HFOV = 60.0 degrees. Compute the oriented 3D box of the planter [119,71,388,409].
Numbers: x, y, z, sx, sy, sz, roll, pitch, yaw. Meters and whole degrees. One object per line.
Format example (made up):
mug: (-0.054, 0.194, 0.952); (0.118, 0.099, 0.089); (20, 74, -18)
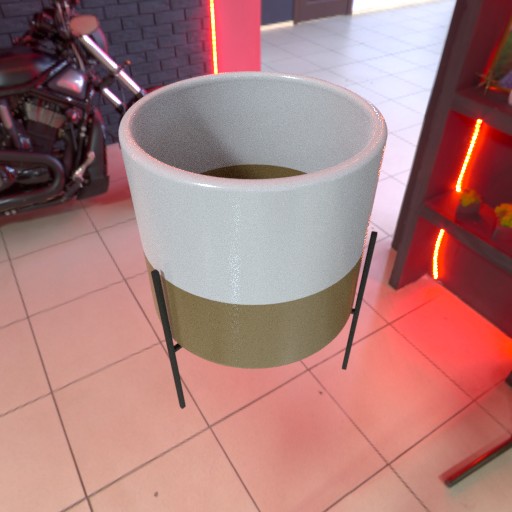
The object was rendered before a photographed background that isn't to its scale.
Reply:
planter: (0.000, 0.000, 0.648); (0.310, 0.432, 0.310); (0, 41, 0)
